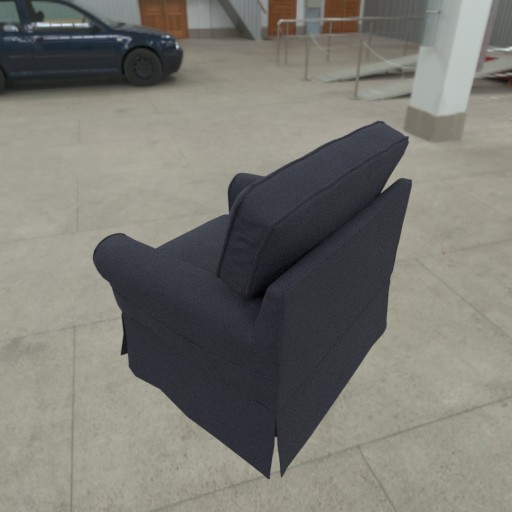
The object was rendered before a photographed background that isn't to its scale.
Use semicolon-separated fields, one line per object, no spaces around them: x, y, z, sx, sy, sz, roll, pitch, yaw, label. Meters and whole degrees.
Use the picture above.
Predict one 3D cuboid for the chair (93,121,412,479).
0.000;0.000;1.995;1.002;1.140;1.119;21;37;30;chair
